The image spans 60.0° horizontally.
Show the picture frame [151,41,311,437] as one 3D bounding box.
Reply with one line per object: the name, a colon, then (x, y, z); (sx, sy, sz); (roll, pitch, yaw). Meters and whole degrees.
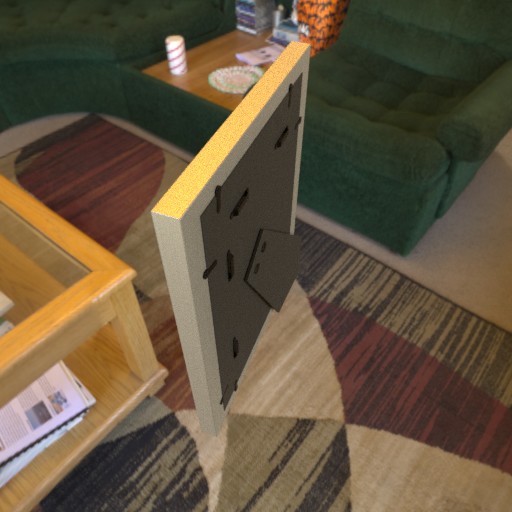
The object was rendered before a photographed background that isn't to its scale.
picture frame: (0.000, 0.000, 0.537); (0.036, 0.386, 0.307); (16, 49, 14)
